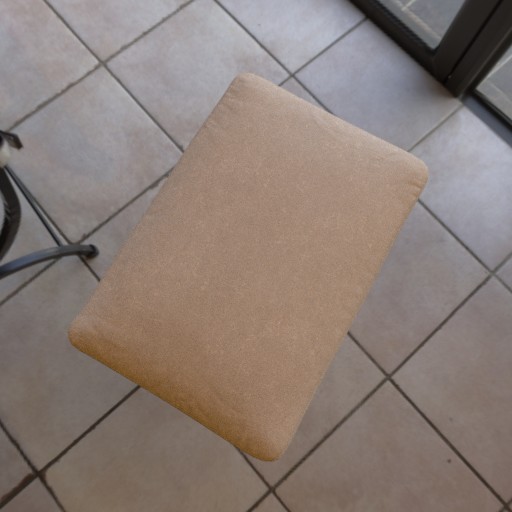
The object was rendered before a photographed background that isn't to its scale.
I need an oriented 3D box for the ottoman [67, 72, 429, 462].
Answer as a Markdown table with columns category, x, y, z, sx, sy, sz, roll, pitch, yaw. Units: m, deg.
| category | x | y | z | sx | sy | sz | roll | pitch | yaw |
| --- | --- | --- | --- | --- | --- | --- | --- | --- | --- |
| ottoman | 0.000 | 0.000 | 1.662 | 0.840 | 0.429 | 1.199 | 29 | 79 | 6 |
